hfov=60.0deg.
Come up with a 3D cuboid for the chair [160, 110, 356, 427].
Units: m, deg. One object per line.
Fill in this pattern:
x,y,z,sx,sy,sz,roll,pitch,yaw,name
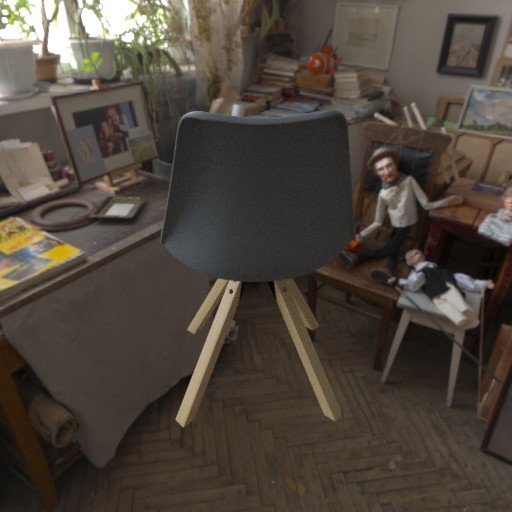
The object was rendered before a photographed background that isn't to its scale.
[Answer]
0.000,0.000,1.155,0.485,0.850,0.549,-1,31,-2,chair
